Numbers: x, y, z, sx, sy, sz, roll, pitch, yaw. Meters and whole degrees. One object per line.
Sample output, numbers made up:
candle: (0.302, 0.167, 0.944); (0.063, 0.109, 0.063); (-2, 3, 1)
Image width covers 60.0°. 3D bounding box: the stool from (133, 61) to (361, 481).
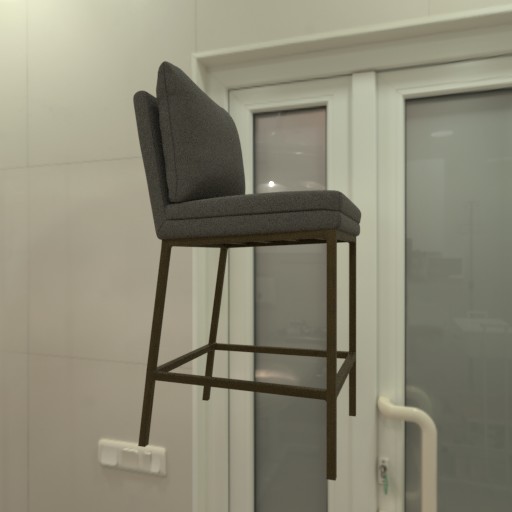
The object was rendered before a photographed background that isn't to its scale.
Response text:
stool: (0.000, 0.000, 1.312); (0.569, 1.030, 0.463); (0, 0, 19)
